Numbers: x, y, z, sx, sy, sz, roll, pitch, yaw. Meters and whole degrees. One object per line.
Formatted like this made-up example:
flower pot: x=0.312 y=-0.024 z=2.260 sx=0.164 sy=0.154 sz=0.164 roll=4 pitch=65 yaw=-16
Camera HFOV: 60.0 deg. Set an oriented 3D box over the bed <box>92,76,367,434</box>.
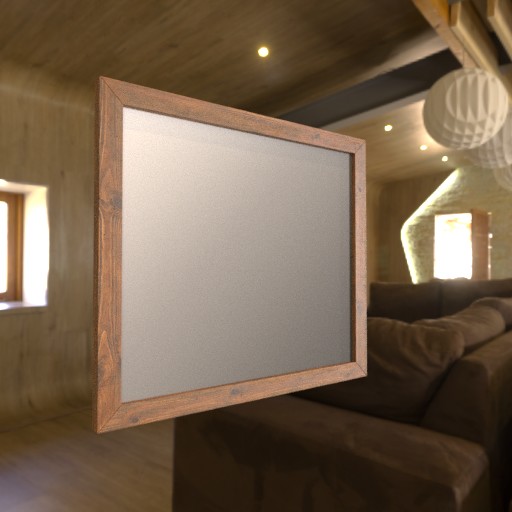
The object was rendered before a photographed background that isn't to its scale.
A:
bed: x=0.000 y=0.000 z=1.484 sx=1.046 sy=0.942 sz=0.046 roll=1 pitch=-1 yaw=-35
